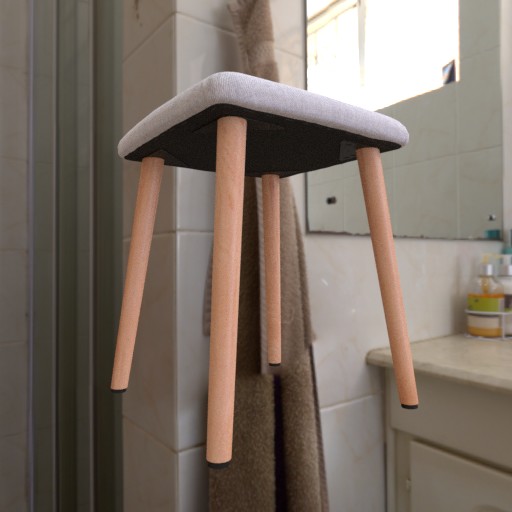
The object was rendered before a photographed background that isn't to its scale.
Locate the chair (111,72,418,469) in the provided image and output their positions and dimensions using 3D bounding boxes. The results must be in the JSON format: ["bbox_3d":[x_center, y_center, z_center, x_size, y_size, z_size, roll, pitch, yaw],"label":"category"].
[{"bbox_3d":[0.000,0.000,0.684,0.350,0.440,0.350,1,-1,-35],"label":"chair"}]
